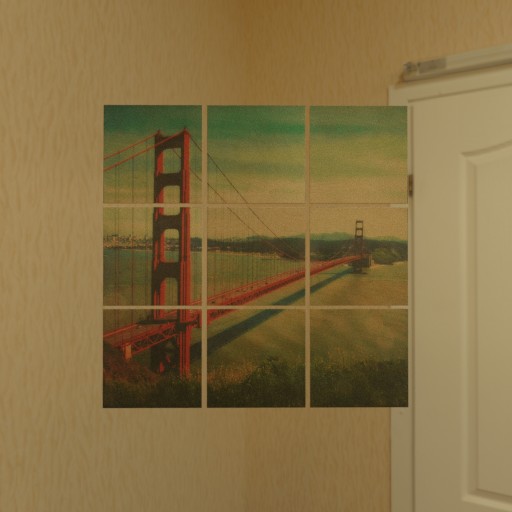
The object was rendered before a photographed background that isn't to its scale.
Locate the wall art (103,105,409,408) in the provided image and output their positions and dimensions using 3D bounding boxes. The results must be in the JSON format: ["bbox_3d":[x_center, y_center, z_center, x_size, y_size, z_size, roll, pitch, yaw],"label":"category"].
[{"bbox_3d":[0.000,0.000,2.215,1.519,1.507,0.014,0,-1,-1],"label":"wall art"}]
